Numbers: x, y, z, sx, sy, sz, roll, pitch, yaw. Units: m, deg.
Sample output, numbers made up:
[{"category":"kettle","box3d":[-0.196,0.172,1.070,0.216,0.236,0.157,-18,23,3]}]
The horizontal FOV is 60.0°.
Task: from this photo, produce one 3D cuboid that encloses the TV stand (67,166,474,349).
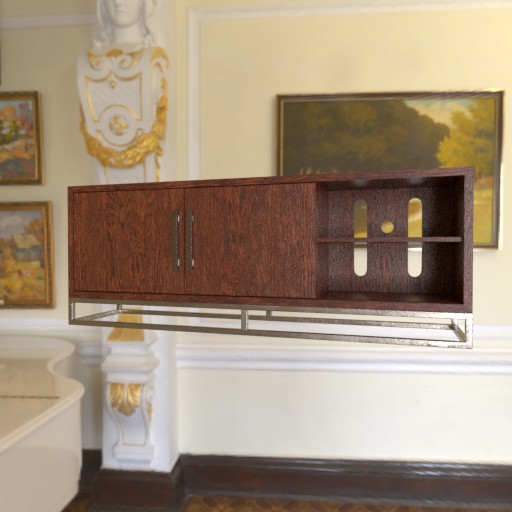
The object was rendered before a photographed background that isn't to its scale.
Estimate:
[{"category":"TV stand","box3d":[0.000,0.000,1.789,1.541,0.578,0.382,0,1,17]}]
